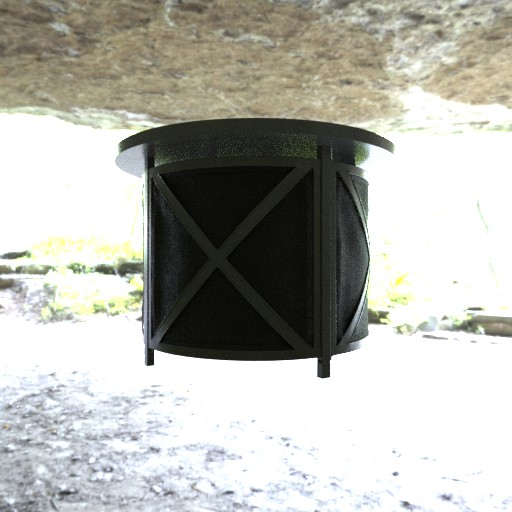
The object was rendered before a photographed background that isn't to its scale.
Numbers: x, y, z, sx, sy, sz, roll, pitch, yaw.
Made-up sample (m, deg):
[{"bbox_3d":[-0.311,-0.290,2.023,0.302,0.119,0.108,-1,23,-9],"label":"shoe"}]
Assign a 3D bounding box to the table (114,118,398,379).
[{"bbox_3d":[0.000,0.000,1.502,0.914,0.650,0.914,0,0,0],"label":"table"}]
